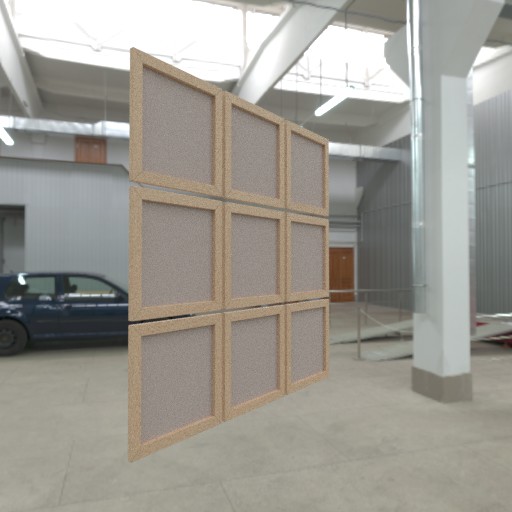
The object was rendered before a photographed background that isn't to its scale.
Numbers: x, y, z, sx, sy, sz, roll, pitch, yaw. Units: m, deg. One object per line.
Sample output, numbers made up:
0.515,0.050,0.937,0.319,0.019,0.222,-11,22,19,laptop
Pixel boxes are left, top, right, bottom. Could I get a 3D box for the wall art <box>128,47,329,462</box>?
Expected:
0.000,0.000,1.339,0.012,0.910,0.917,-1,-1,37,wall art
